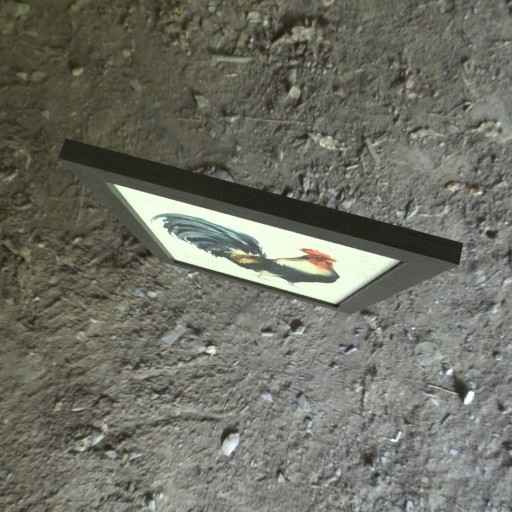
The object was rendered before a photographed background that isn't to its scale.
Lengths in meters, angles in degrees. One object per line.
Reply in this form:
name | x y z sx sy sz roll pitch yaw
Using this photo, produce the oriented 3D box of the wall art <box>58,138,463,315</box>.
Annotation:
wall art | 0.000 0.000 0.795 0.479 0.580 0.027 15 78 3
